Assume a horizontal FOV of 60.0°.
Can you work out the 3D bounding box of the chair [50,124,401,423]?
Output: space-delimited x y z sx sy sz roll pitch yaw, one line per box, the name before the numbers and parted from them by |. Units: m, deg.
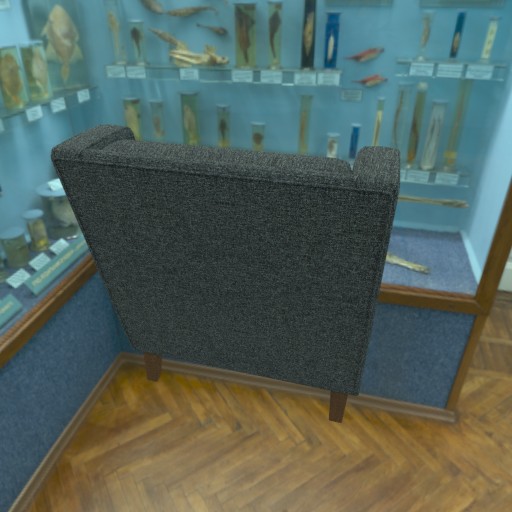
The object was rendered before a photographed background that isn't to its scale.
chair | 0.000 0.000 1.757 0.942 1.082 0.927 8 32 13
